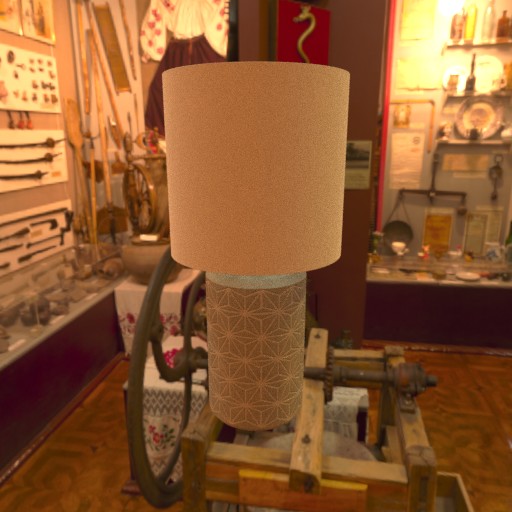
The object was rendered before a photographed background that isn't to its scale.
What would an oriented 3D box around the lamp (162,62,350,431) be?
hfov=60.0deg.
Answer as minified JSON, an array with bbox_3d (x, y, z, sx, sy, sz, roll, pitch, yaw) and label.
[{"bbox_3d":[0.000,0.000,0.550,0.206,0.416,0.206,3,15,11],"label":"lamp"}]
